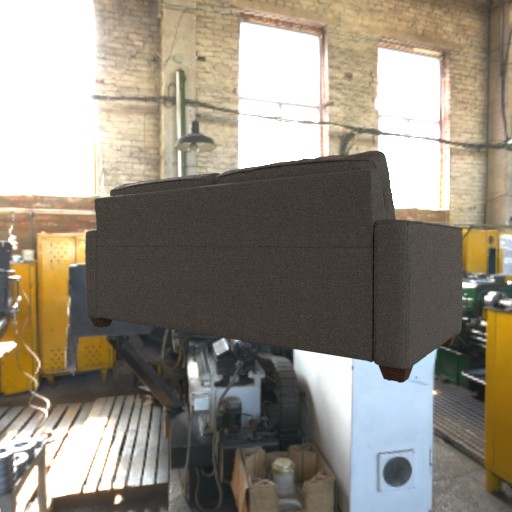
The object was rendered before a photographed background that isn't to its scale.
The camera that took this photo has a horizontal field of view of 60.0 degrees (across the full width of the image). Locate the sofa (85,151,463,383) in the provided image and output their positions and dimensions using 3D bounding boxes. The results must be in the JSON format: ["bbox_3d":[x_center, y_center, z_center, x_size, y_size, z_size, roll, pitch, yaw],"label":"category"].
[{"bbox_3d":[0.000,0.000,2.572,2.080,0.919,0.940,1,2,36],"label":"sofa"}]
